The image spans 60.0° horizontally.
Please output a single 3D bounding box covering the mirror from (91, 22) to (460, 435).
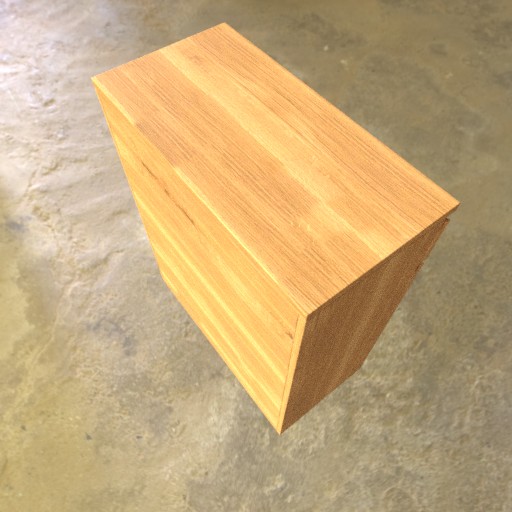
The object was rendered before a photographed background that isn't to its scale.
[{"bbox_3d":[0.000,0.000,1.395,0.400,1.000,0.800,-33,63,-19],"label":"mirror"}]
